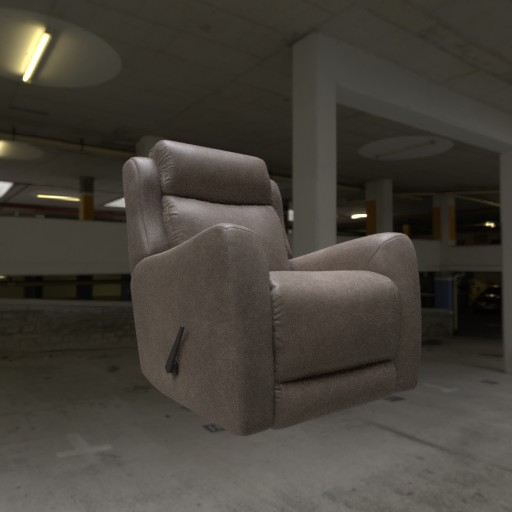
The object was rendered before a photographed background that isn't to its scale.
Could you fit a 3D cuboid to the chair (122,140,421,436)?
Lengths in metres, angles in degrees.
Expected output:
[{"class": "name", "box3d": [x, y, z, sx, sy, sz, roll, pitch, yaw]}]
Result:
[{"class": "chair", "box3d": [0.000, 0.000, 1.952, 0.967, 1.116, 1.068, 1, -2, -36]}]
